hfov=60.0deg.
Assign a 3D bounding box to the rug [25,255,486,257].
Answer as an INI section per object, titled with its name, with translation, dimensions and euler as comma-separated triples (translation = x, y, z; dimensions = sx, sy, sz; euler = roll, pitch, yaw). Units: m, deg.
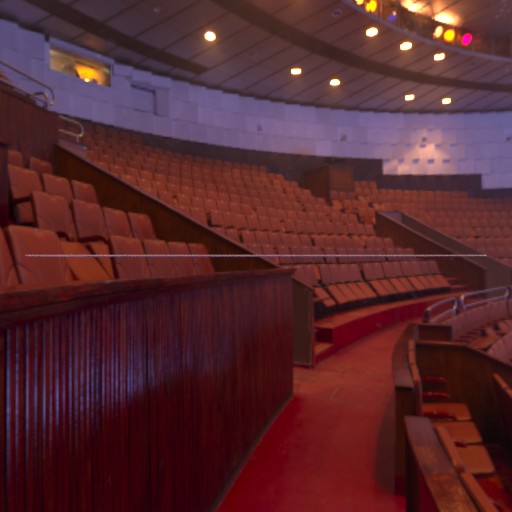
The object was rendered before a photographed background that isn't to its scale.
[rug]
translation = 0.000, 0.000, 2.719
dimensions = 2.431, 0.006, 0.806
euler = 0, 0, 0
